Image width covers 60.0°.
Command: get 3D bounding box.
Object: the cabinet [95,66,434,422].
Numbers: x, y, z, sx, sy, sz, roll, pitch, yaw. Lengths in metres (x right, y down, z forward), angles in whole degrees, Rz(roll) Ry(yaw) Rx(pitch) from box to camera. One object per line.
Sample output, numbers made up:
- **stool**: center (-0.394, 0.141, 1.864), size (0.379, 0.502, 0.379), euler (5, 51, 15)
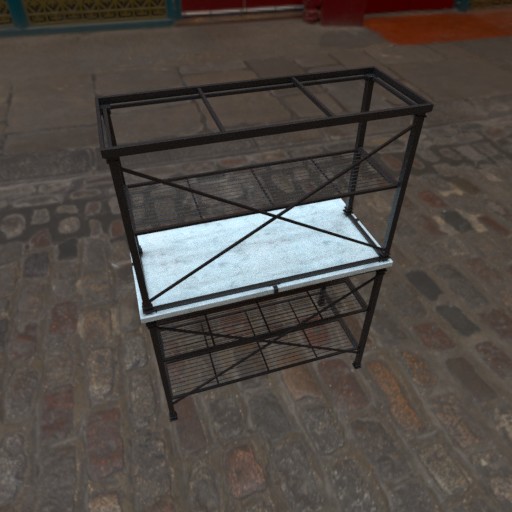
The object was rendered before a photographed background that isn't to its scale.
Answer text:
- **cabinet**: center (0.000, 0.000, 2.253), size (1.210, 1.659, 0.610), euler (-12, 42, -13)
